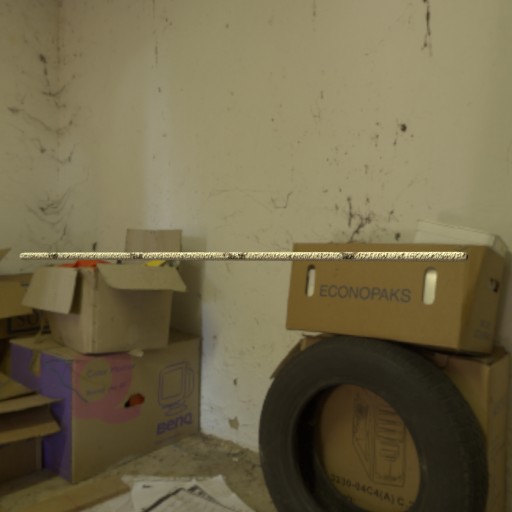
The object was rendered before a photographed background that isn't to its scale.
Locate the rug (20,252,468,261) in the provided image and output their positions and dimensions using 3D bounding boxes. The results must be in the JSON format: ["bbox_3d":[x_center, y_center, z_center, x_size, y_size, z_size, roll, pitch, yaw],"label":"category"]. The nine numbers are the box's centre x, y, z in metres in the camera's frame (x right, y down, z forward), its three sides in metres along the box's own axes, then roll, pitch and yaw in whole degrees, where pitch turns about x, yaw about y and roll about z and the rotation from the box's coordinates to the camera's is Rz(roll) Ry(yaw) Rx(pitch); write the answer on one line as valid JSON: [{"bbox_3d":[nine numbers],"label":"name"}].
[{"bbox_3d":[0.000,0.000,2.238,1.778,0.030,1.219,0,0,17],"label":"rug"}]
